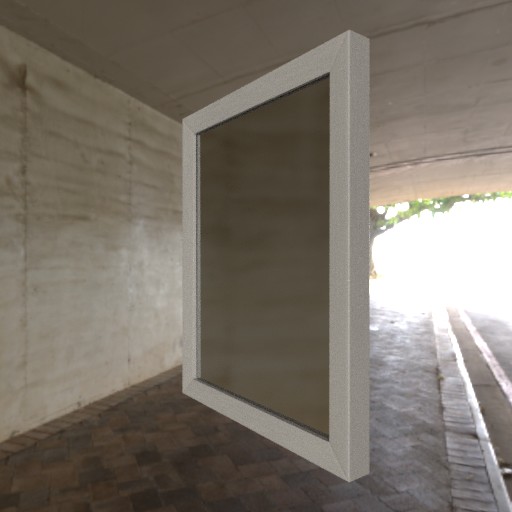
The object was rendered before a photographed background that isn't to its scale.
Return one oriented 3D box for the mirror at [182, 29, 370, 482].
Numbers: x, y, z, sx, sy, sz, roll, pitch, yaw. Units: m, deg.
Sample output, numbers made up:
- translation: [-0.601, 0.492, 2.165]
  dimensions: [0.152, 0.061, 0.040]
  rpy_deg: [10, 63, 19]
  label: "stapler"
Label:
- translation: [0.000, 0.000, 0.671]
  dimensions: [0.041, 0.508, 0.405]
  rpy_deg: [0, 0, -36]
  label: "mirror"
